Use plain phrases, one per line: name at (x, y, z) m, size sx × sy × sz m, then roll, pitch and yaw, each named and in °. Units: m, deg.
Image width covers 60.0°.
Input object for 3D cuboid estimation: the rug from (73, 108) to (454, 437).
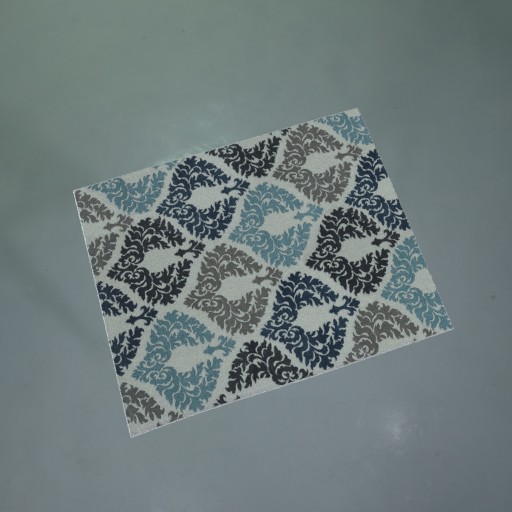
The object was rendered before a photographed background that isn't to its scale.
rug at (0.000, 0.000, 4.222) m, size 3.040 × 0.014 × 2.423 m, roll -17°, pitch 76°, yaw -5°
